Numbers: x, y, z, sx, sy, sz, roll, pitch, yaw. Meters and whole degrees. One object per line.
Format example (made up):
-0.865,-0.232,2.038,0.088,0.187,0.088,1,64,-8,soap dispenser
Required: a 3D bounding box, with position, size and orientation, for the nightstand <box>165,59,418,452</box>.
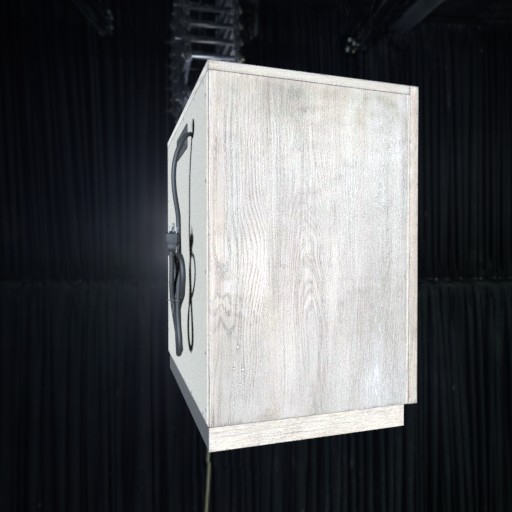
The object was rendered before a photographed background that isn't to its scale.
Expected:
0.000,0.000,1.096,0.483,0.673,0.612,0,1,-17,nightstand
